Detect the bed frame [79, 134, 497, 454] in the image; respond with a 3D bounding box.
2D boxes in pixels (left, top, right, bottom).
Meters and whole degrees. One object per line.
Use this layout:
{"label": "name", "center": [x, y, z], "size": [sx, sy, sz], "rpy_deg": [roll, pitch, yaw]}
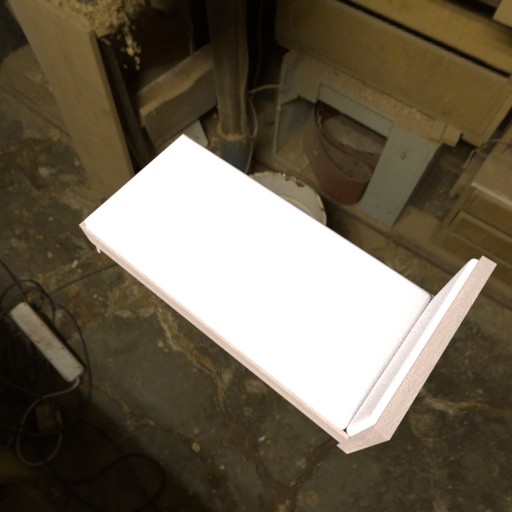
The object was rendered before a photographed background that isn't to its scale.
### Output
{"label": "bed frame", "center": [0.000, 0.000, 2.643], "size": [2.140, 0.920, 0.990], "rpy_deg": [35, 68, 17]}
